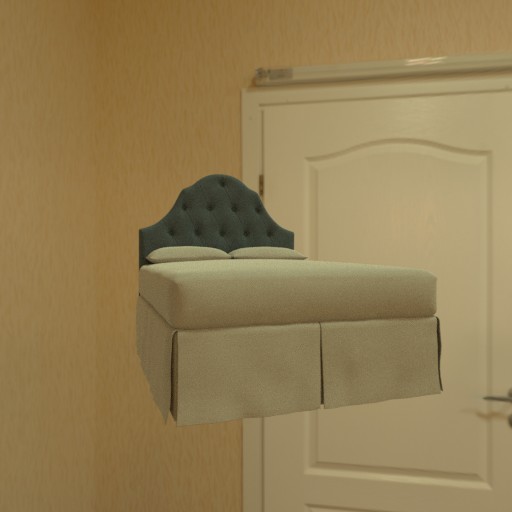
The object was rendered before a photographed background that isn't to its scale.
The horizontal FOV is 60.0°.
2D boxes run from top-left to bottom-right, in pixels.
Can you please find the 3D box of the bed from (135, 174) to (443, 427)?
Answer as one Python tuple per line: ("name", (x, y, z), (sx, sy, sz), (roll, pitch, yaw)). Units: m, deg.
("bed", (0.000, 0.000, 3.287), (1.636, 1.575, 2.155), (0, 0, -19))
